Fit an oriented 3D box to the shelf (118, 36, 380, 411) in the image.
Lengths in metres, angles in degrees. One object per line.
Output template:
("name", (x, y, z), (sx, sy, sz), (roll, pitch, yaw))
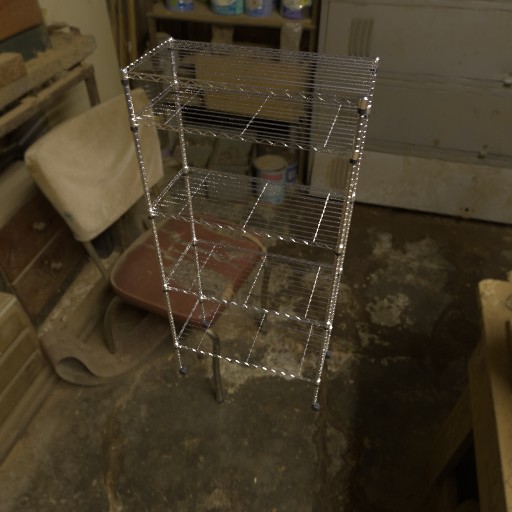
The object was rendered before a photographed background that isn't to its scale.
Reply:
("shelf", (0.000, 0.000, 1.890), (0.762, 1.587, 0.356), (11, 43, 13))
